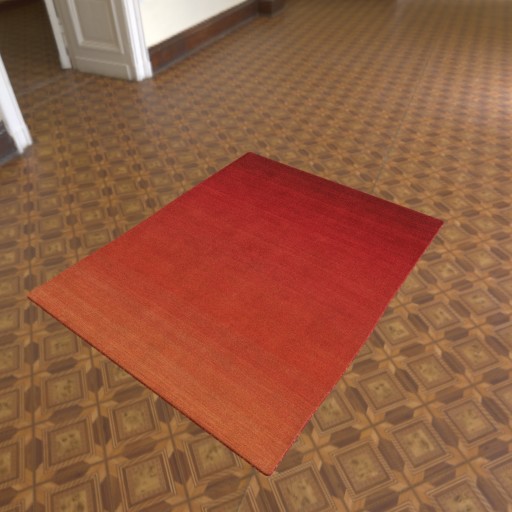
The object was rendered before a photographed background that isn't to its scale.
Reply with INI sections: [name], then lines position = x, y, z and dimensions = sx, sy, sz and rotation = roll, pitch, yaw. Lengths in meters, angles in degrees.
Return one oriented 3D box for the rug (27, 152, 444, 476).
[rug]
position = 0.000, 0.000, 3.824
dimensions = 2.340, 0.028, 2.905
rotation = 26, 47, 26
